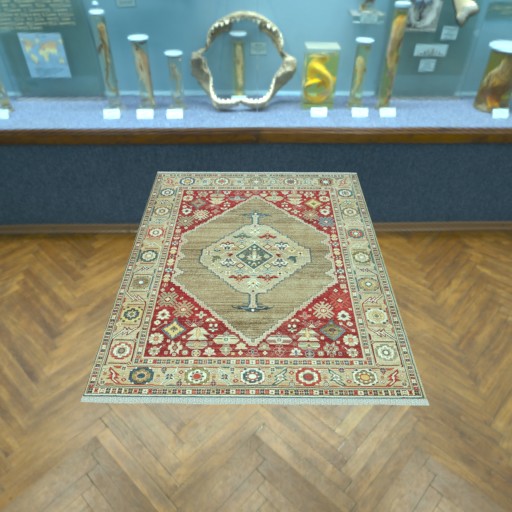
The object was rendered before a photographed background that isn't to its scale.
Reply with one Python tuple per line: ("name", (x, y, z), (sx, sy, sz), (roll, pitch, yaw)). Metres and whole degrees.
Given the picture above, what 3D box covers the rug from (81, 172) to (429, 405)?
("rug", (0.000, 0.000, 4.280), (2.451, 0.008, 3.143), (0, 41, 0))
